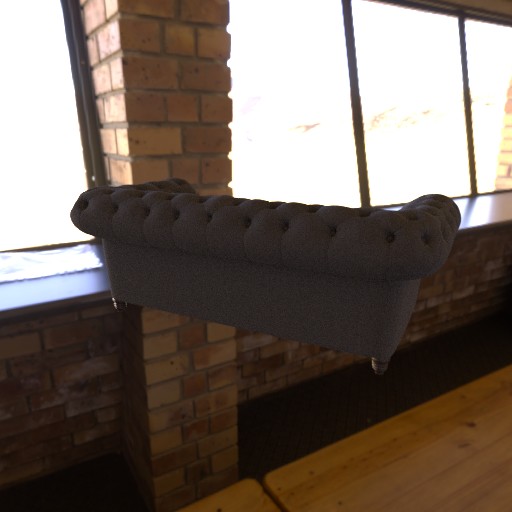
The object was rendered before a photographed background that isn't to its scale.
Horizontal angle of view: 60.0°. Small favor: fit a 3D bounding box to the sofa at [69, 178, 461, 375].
[{"bbox_3d":[0.000,0.000,2.476,1.998,0.764,0.986,8,18,26],"label":"sofa"}]
